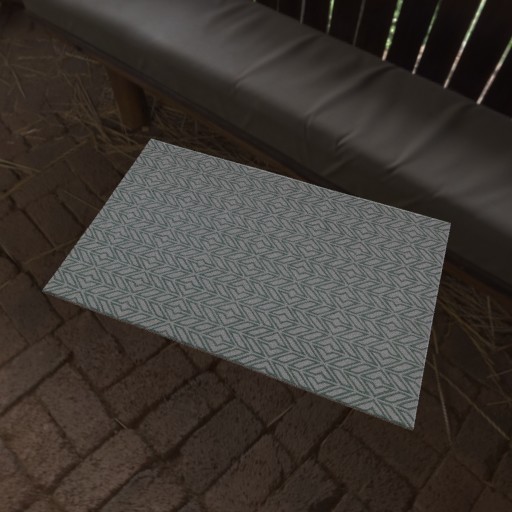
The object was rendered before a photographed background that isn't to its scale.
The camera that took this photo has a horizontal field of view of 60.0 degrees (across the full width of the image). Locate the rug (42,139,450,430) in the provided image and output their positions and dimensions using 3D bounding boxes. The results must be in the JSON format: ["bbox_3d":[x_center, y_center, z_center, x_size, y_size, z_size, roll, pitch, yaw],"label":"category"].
[{"bbox_3d":[0.000,0.000,3.060,2.435,0.011,1.517,18,60,11],"label":"rug"}]
